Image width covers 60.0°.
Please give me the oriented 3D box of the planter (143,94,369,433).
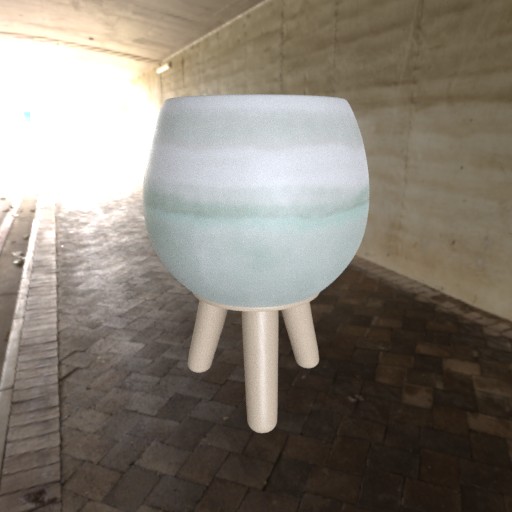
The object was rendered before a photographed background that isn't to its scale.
[{"bbox_3d":[0.000,0.000,0.337,0.161,0.224,0.161,0,16,0],"label":"planter"}]
